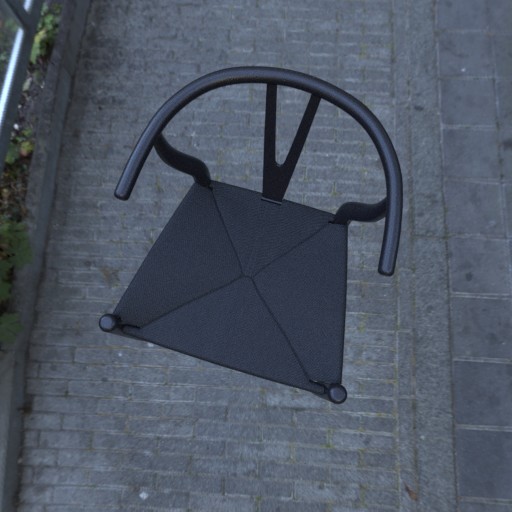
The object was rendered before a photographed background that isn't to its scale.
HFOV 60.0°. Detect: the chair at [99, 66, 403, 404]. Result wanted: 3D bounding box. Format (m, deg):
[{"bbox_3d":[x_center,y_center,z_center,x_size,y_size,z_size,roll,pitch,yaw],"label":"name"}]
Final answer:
[{"bbox_3d":[0.000,0.000,1.134,0.569,0.730,0.579,16,76,4],"label":"chair"}]
